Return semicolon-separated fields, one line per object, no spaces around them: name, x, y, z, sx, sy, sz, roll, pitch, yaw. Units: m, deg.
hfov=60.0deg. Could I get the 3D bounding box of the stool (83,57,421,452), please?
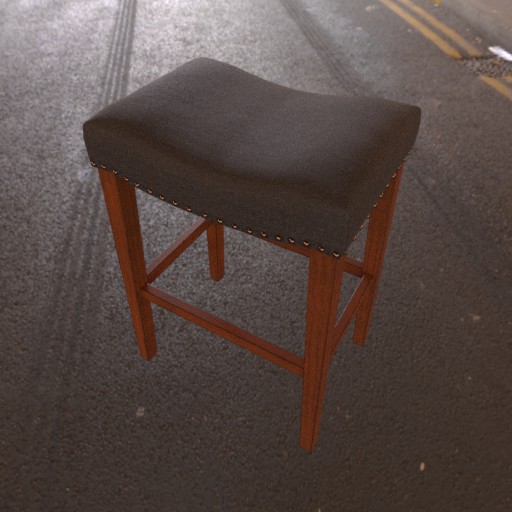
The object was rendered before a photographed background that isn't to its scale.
stool;0.000;0.000;0.848;0.439;0.612;0.320;22;48;21
